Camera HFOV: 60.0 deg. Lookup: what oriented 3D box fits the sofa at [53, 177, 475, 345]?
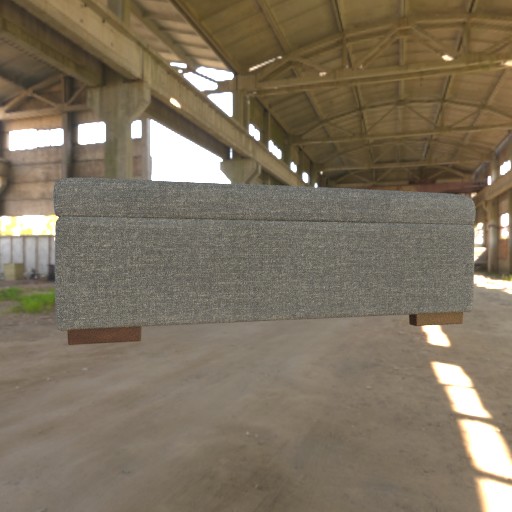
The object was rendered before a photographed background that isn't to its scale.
[{"bbox_3d":[0.000,0.000,1.570,1.198,0.417,0.782,0,0,-16],"label":"sofa"}]
